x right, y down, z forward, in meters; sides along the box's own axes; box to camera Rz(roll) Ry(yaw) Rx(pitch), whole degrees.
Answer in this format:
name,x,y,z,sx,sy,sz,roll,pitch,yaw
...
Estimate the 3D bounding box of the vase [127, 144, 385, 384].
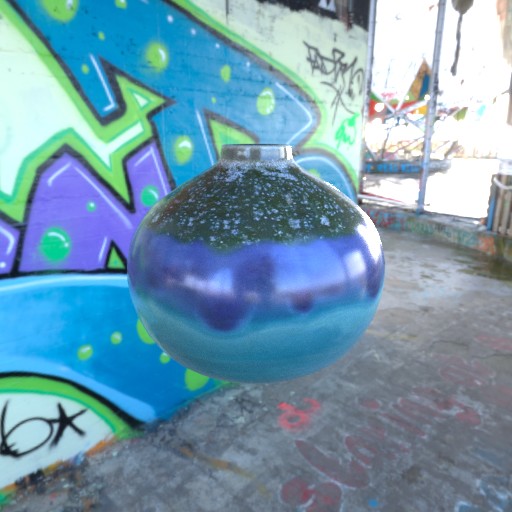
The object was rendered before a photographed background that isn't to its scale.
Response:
name,x,y,z,sx,sy,sz,roll,pitch,yaw
vase,0.000,0.000,0.273,0.154,0.133,0.154,0,15,0
